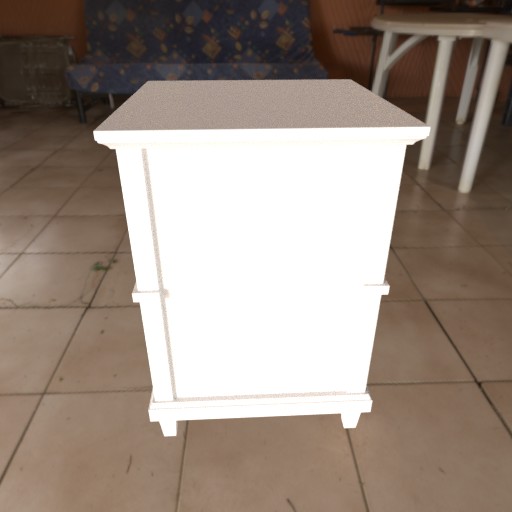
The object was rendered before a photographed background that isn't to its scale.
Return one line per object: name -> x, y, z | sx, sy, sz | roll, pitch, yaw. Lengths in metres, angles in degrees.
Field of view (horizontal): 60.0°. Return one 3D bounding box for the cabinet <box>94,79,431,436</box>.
cabinet -> 0.000, 0.000, 1.139 | 0.544, 0.775, 0.547 | -2, 29, -3
